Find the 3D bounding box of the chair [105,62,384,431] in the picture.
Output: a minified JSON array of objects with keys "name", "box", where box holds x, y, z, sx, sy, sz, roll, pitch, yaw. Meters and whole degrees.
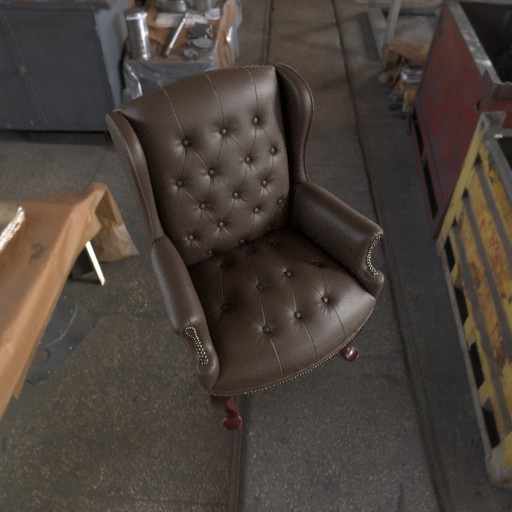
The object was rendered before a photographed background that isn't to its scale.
[{"name":"chair","box":[0.000,0.000,1.668,0.829,1.132,0.819,-24,52,-20]}]
